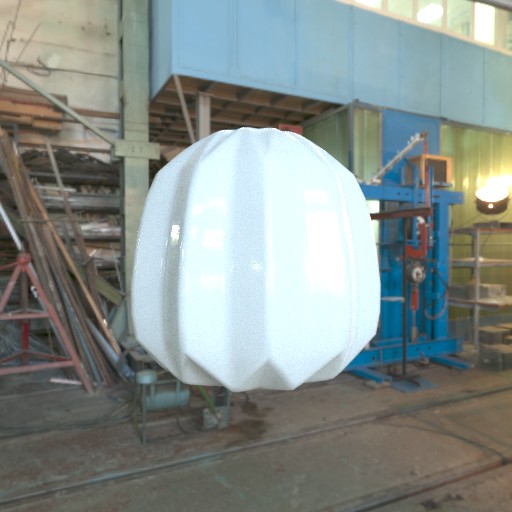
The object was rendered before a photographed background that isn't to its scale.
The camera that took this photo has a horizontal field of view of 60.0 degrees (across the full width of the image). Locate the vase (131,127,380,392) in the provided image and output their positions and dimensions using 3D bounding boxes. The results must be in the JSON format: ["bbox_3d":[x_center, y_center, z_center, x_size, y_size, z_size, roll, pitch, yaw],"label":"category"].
[{"bbox_3d":[0.000,0.000,0.254,0.139,0.134,0.139,0,2,0],"label":"vase"}]
